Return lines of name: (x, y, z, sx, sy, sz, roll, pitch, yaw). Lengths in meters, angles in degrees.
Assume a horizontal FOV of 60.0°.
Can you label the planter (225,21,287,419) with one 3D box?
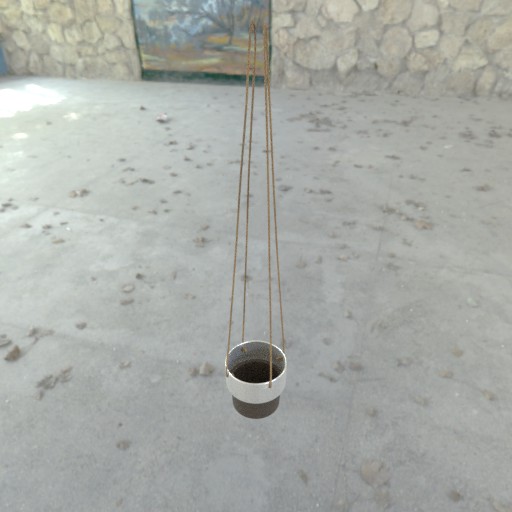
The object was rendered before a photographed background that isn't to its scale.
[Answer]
planter: (0.000, 0.000, 1.144, 0.187, 1.073, 0.187, 10, 32, 16)
